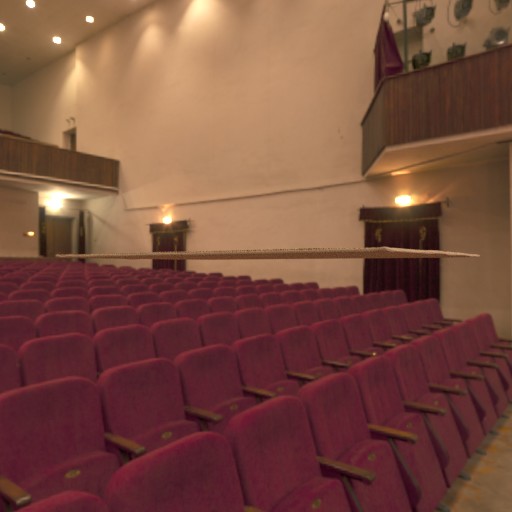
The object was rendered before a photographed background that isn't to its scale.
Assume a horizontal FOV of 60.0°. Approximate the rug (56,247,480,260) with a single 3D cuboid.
[{"bbox_3d":[0.000,0.000,2.986,2.438,0.034,1.521,-1,-1,38],"label":"rug"}]
